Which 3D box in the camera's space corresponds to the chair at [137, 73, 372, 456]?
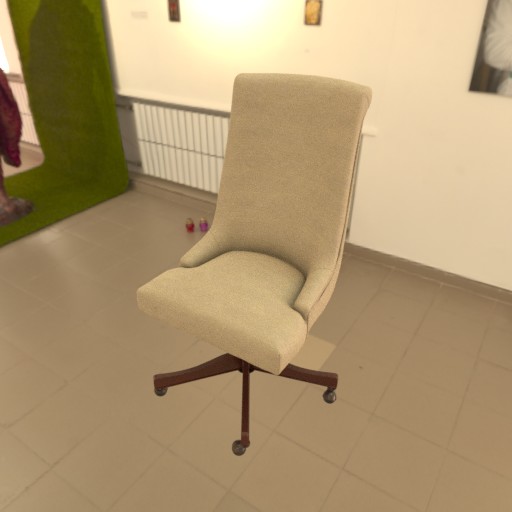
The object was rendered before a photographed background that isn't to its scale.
[{"bbox_3d":[0.000,0.000,1.428,0.645,1.010,0.696,19,36,28],"label":"chair"}]
